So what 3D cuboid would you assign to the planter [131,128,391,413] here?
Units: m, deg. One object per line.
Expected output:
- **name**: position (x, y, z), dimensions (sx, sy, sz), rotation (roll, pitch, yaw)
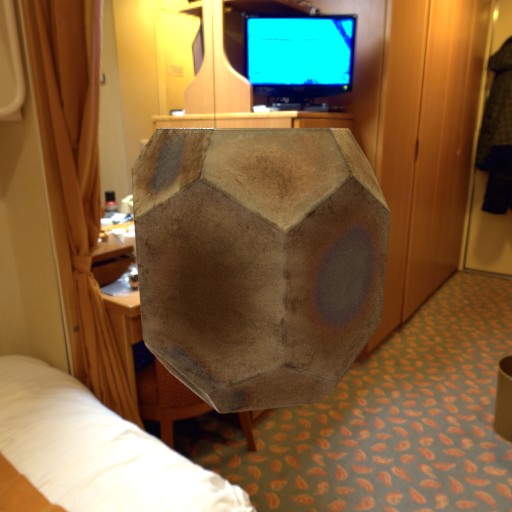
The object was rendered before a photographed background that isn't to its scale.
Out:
- **planter**: position (0.000, 0.000, 0.429), dimensions (0.221, 0.238, 0.243), rotation (-3, 16, -9)
